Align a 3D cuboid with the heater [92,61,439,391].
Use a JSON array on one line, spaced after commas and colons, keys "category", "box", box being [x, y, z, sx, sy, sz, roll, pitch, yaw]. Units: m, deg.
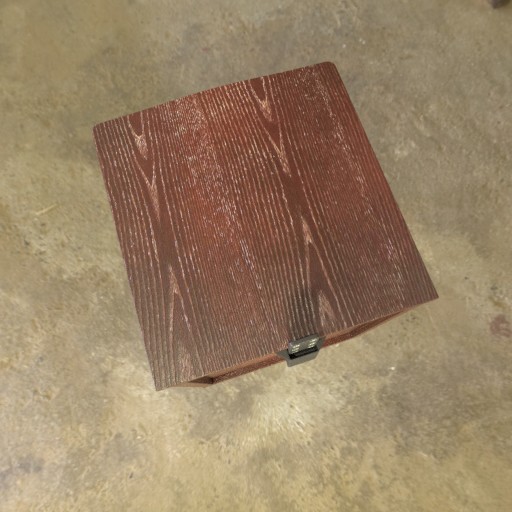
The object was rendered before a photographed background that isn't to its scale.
[{"category": "heater", "box": [0.000, 0.000, 0.778, 0.362, 0.481, 0.400, -17, 74, -5]}]
